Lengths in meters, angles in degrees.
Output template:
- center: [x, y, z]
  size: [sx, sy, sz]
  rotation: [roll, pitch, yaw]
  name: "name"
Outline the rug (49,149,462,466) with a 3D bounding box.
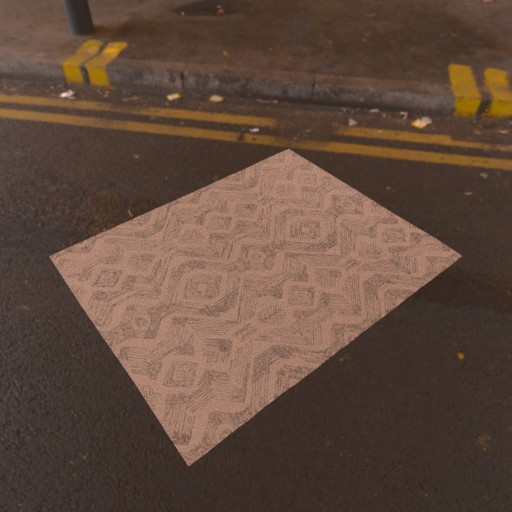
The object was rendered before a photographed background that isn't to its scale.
- center: [0.000, 0.000, 4.173]
  size: [3.054, 0.030, 2.430]
  rotation: [-29, 52, -26]
  name: "rug"
